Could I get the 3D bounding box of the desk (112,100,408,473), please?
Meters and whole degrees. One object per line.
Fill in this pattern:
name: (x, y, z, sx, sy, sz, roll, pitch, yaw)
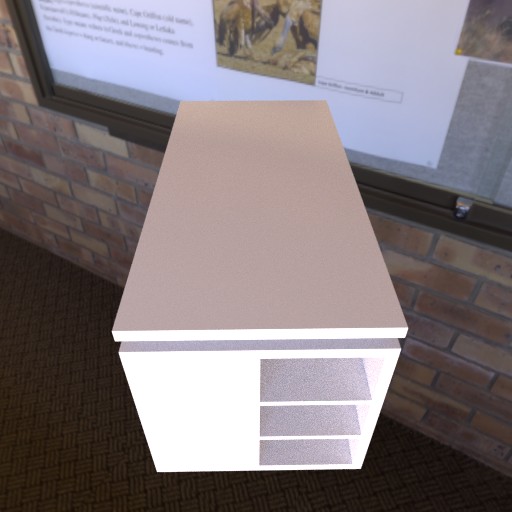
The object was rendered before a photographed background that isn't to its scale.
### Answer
desk: (0.000, 0.000, 1.804, 0.690, 0.740, 1.400, -1, 40, -1)
